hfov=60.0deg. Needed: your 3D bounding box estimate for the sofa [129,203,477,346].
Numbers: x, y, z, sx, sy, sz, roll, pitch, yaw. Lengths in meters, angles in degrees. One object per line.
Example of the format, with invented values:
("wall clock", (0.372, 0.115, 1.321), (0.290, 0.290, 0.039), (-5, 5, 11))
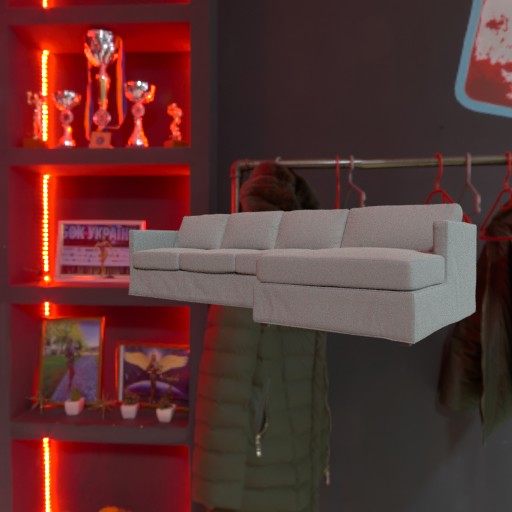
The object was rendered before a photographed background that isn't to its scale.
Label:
("sofa", (0.000, 0.000, 3.802), (3.177, 0.867, 1.622), (1, 2, 37))
